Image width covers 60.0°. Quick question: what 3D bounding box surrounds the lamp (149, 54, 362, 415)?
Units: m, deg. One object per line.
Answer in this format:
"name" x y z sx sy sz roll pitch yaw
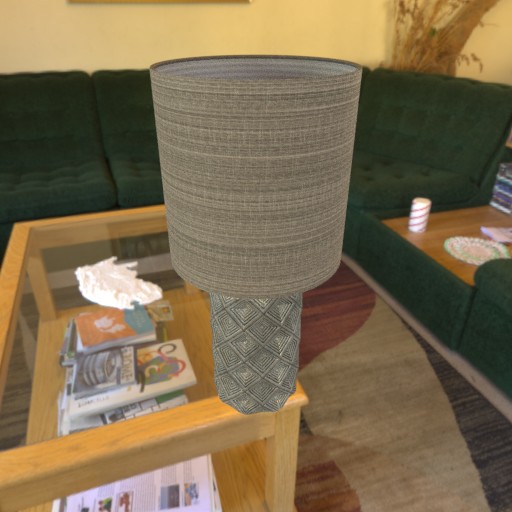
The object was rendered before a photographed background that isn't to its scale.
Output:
"lamp" 0.000 0.000 0.710 0.268 0.566 0.269 -20 35 -31
